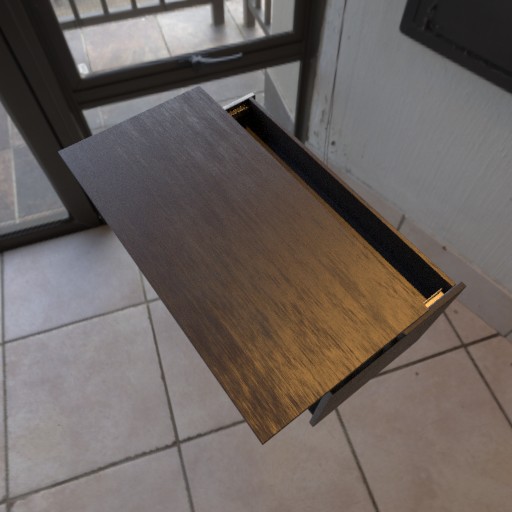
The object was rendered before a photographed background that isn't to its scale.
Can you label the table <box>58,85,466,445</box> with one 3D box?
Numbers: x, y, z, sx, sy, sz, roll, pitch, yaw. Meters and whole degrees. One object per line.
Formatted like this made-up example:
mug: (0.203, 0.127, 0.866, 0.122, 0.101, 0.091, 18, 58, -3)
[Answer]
table: (0.000, 0.000, 1.455, 0.712, 0.570, 1.000, -33, 65, -18)
